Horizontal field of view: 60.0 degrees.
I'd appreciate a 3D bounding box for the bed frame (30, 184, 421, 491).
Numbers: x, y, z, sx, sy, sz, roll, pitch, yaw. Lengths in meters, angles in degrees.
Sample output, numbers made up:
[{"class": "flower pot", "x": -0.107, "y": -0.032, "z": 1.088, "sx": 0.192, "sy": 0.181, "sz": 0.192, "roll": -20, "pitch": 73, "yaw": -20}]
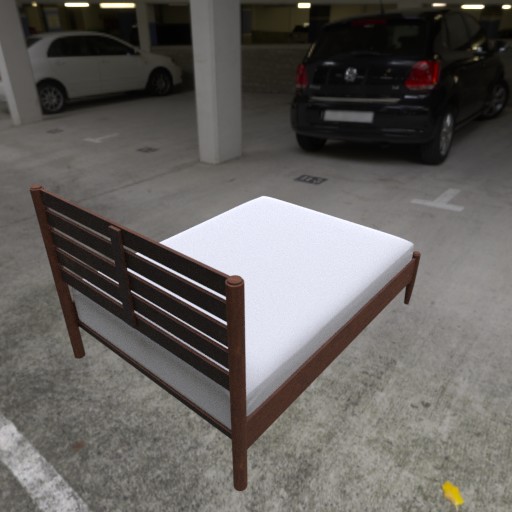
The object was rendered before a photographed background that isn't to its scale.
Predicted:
[{"class": "bed frame", "x": 0.000, "y": 0.000, "z": 3.223, "sx": 1.655, "sy": 1.321, "sz": 2.234, "roll": 22, "pitch": 37, "yaw": 34}]
